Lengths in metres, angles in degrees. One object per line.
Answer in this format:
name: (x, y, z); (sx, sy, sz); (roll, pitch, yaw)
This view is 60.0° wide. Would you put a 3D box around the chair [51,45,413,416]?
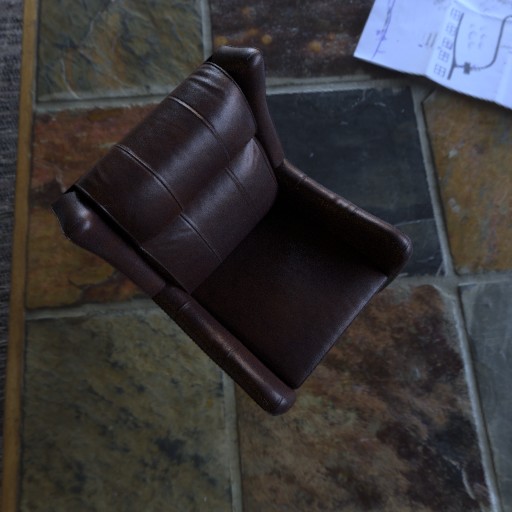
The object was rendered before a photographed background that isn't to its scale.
chair: (0.000, 0.000, 1.823); (1.008, 1.084, 0.869); (40, 78, 10)
